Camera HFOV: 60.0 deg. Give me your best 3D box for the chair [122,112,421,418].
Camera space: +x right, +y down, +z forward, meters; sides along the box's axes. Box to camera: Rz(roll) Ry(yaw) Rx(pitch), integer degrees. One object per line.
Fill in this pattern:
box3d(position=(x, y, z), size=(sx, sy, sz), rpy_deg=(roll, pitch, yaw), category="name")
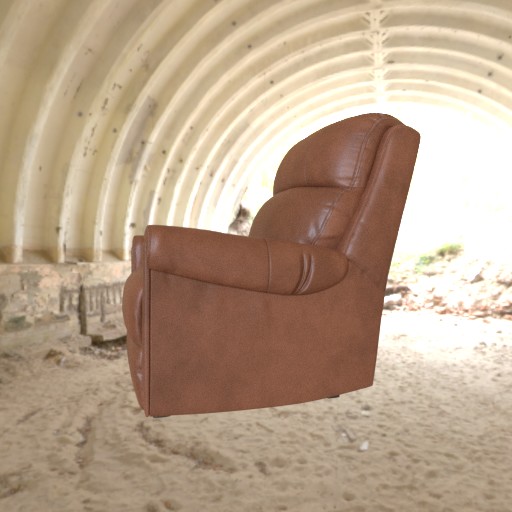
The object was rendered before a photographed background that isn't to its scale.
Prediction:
box3d(position=(0.000, 0.000, 1.762), size=(1.014, 1.054, 0.838), rpy_deg=(0, 0, -18), category="chair")
